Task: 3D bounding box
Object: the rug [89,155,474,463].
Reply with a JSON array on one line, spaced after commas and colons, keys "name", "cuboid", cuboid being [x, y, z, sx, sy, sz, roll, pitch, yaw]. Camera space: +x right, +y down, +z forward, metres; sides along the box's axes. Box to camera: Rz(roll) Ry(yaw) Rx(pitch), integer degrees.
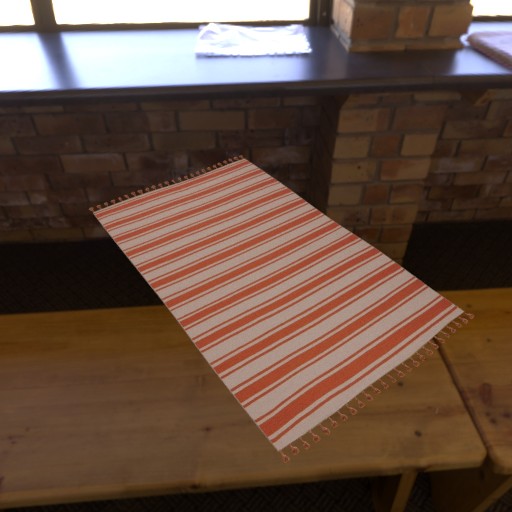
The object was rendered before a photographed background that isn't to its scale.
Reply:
[{"name": "rug", "cuboid": [0.000, 0.000, 2.581, 1.232, 0.017, 2.092, -26, 47, -26]}]
